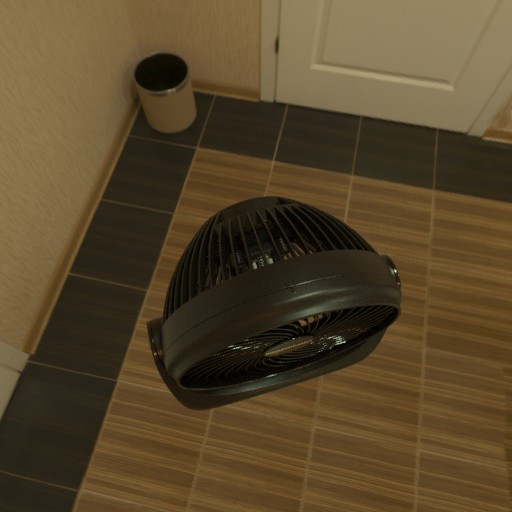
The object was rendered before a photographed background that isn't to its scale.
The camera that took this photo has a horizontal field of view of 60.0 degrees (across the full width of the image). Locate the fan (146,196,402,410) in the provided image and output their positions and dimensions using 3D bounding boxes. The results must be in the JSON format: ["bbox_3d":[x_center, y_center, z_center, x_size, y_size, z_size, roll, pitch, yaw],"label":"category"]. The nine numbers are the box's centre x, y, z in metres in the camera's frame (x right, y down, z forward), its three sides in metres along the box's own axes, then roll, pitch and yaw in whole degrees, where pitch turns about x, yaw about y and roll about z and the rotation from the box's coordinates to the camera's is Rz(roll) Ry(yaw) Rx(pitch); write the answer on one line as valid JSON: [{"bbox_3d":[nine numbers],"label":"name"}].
[{"bbox_3d":[0.000,0.000,0.496,0.273,0.277,0.256,-15,66,-7],"label":"fan"}]
